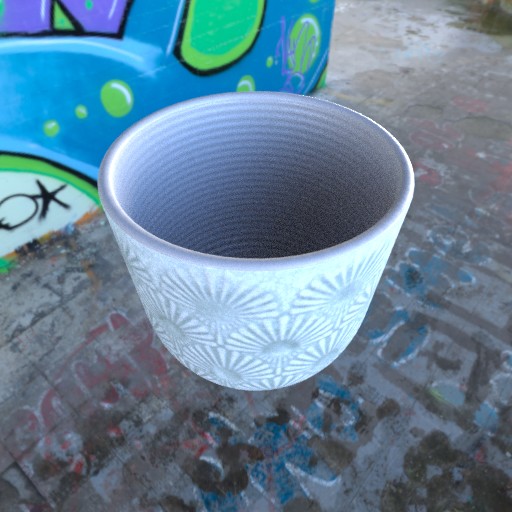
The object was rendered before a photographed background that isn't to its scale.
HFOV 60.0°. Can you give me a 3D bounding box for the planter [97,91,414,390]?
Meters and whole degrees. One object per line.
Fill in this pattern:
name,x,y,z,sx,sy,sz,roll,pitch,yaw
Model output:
planter,0.000,0.000,0.296,0.170,0.152,0.170,0,44,0
